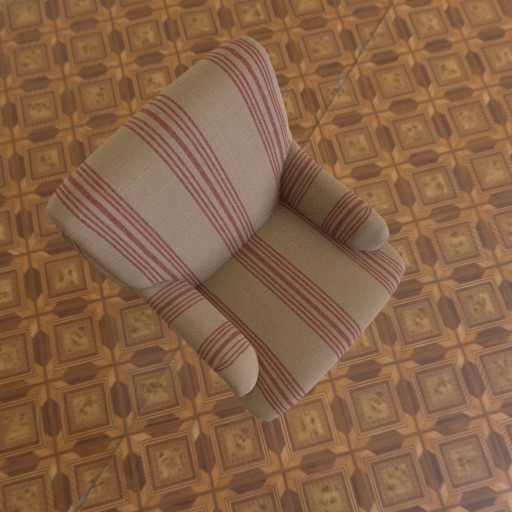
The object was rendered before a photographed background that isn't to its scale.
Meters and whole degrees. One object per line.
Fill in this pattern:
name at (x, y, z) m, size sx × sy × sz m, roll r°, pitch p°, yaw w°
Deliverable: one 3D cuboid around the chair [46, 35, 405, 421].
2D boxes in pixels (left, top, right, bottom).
chair at (0.000, 0.000, 1.808) m, size 1.058 × 1.123 × 0.933 m, roll 42°, pitch 79°, yaw 10°
